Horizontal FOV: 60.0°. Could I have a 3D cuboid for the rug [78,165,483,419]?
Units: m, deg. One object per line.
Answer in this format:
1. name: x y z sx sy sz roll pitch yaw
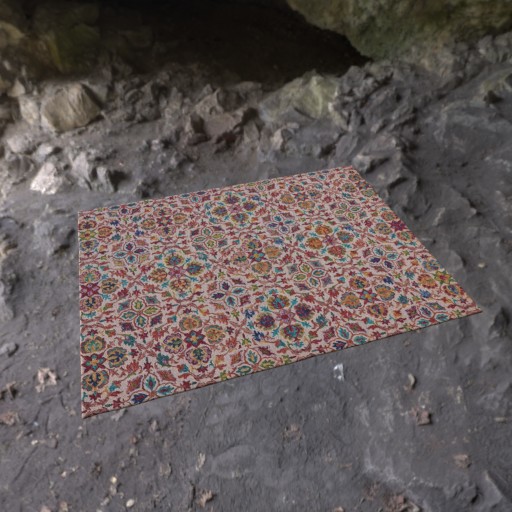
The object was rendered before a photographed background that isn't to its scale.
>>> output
1. rug: 0.000 0.000 4.204 3.215 0.020 2.446 -12 44 -13
